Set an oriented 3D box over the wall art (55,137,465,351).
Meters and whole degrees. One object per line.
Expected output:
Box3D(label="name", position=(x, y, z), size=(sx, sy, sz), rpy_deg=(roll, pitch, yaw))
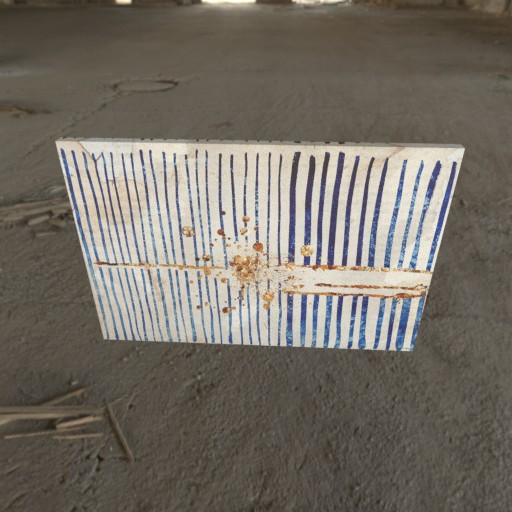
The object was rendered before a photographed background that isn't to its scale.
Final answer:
Box3D(label="wall art", position=(0.000, 0.000, 1.453), size=(1.143, 0.757, 0.038), rpy_deg=(2, 32, 3))
